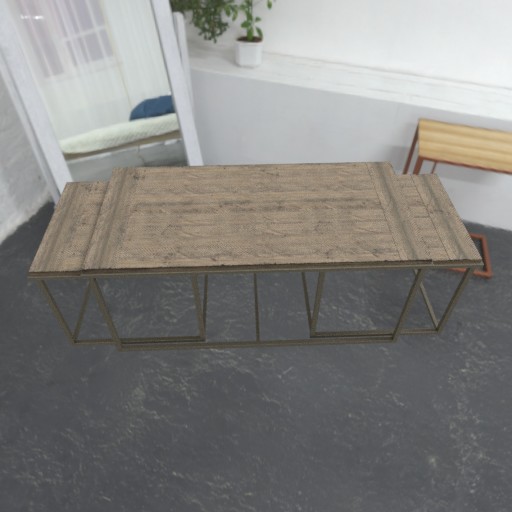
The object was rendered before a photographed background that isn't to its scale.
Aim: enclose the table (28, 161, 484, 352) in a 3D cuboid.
[{"bbox_3d":[0.000,0.000,1.539,1.312,0.427,0.489,-2,46,-2],"label":"table"}]
